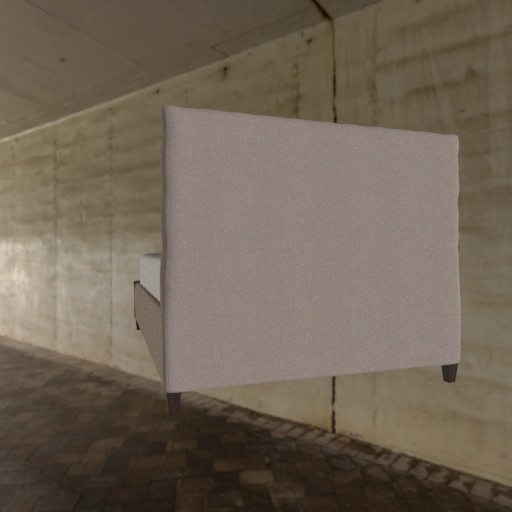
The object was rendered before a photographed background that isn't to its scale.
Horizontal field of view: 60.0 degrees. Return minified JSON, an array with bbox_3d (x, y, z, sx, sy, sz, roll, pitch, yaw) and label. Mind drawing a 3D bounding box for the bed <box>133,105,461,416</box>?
[{"bbox_3d":[0.000,0.000,3.383,1.698,1.427,2.387,0,1,-19],"label":"bed"}]
